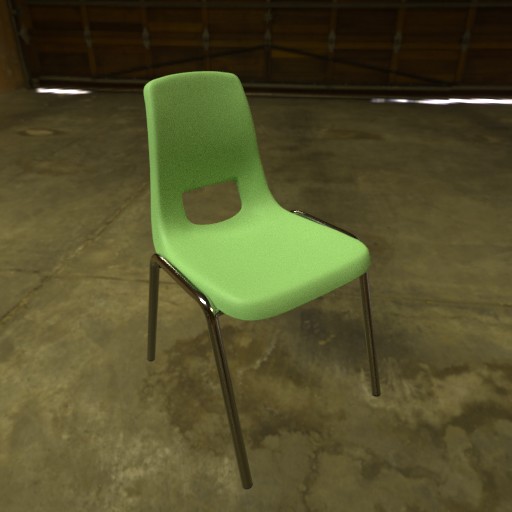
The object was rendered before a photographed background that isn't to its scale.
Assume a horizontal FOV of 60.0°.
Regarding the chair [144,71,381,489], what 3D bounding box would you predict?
[{"bbox_3d":[0.000,0.000,0.891,0.381,0.653,0.436,-20,34,-32],"label":"chair"}]
